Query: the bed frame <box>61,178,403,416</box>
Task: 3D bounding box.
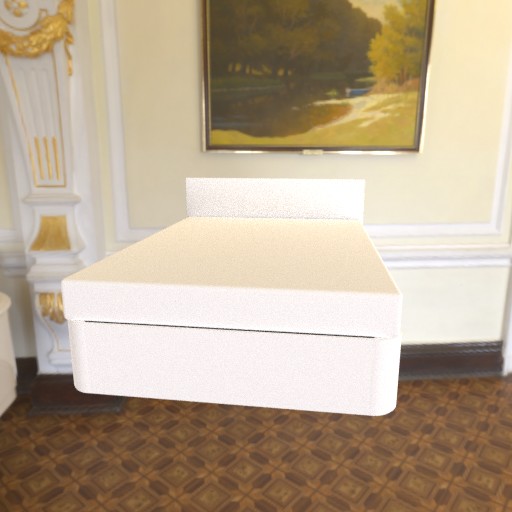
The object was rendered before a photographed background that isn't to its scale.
[{"bbox_3d":[0.000,0.000,2.637,1.400,0.800,1.900,2,13,8],"label":"bed frame"}]
